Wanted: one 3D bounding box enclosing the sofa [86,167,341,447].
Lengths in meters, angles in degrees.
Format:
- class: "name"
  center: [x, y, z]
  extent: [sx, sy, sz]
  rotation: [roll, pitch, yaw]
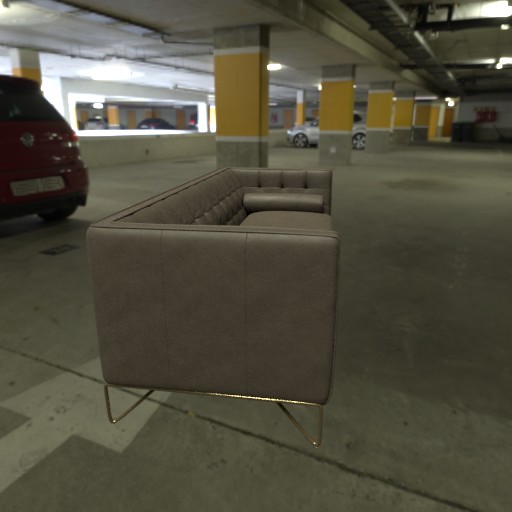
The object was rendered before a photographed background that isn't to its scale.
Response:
- class: "sofa"
  center: [0.000, 0.000, 2.490]
  extent: [0.867, 0.789, 2.087]
  rotation: [3, 17, 8]
